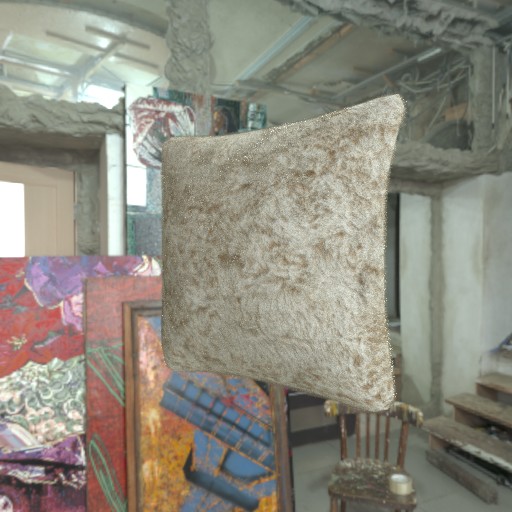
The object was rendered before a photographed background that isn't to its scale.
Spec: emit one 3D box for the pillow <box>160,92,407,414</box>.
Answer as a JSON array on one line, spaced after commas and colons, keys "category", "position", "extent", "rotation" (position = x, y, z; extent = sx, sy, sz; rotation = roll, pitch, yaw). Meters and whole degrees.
[{"category": "pillow", "position": [0.000, 0.000, 0.827], "extent": [0.538, 0.525, 0.216], "rotation": [1, 1, 36]}]
